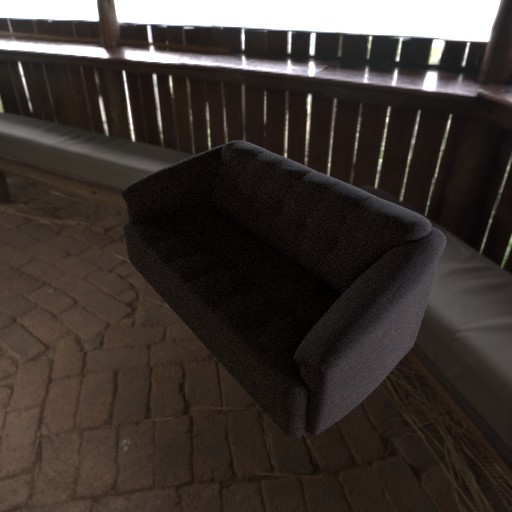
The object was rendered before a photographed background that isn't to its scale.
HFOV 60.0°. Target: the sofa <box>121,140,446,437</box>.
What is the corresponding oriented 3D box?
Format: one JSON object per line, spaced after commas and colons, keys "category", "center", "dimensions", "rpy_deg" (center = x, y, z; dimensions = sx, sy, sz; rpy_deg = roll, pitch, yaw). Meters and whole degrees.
{"category": "sofa", "center": [0.000, 0.000, 2.348], "dimensions": [0.887, 0.790, 1.849], "rpy_deg": [-20, 37, -30]}
